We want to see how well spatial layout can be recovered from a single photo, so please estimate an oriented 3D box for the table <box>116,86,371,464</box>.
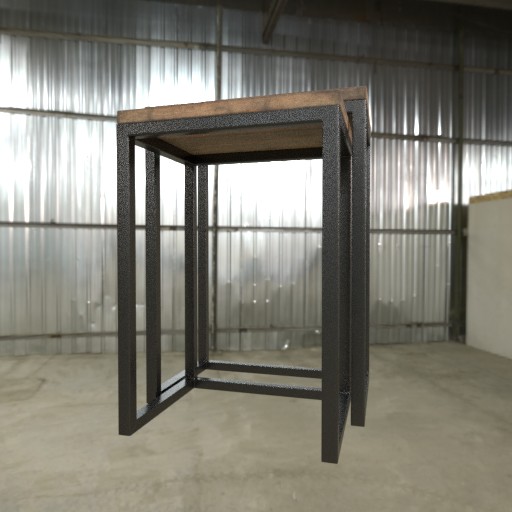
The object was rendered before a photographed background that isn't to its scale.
[{"bbox_3d":[0.000,0.000,0.927,0.456,0.615,0.460,0,1,18],"label":"table"}]
